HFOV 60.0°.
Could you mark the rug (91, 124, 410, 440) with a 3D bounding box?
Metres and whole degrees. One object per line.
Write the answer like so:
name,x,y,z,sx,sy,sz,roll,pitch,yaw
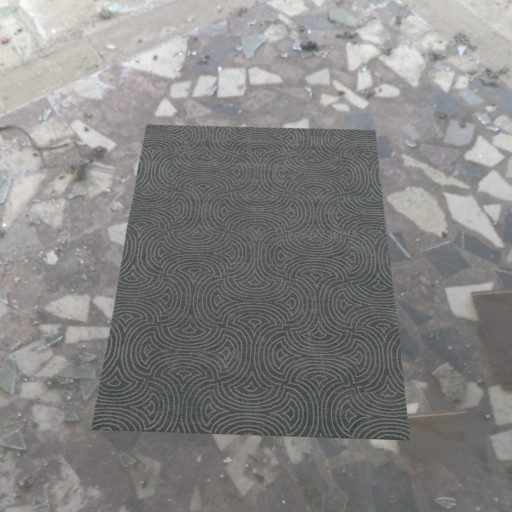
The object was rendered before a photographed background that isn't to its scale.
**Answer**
rug,0.000,0.000,4.048,2.456,0.021,3.042,2,64,1
